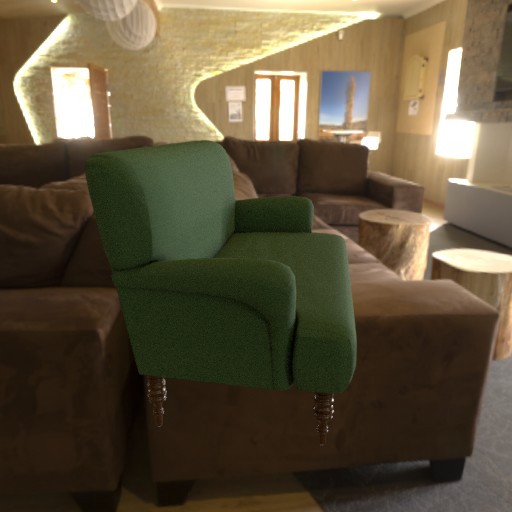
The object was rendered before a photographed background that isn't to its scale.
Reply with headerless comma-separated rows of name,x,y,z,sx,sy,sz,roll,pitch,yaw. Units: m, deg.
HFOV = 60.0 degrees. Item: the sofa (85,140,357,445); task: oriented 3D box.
sofa,0.000,0.000,1.829,0.779,0.889,1.297,3,17,9
